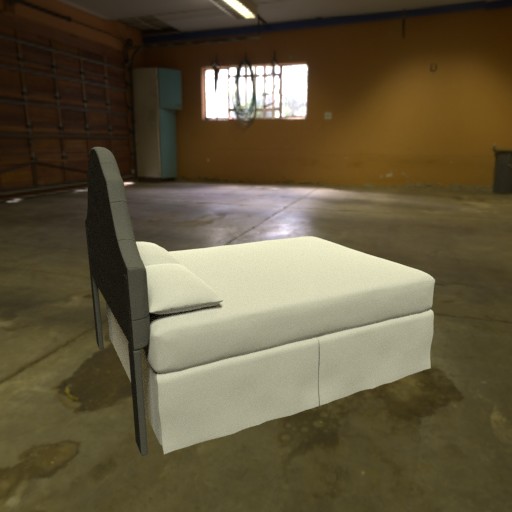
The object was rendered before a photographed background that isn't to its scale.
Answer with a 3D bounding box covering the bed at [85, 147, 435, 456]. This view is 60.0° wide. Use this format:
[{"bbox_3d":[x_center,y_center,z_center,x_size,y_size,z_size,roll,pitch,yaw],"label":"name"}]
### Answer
[{"bbox_3d":[0.000,0.000,3.270,2.155,1.575,1.636,-7,16,-27],"label":"bed"}]
